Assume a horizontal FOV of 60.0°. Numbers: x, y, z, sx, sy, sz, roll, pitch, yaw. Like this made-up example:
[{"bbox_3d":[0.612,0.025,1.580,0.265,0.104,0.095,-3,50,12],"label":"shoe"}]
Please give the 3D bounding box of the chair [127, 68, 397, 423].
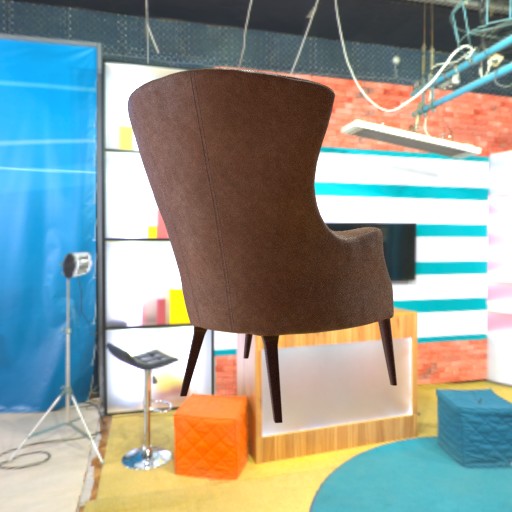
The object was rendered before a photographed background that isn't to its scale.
[{"bbox_3d":[0.000,0.000,1.690,0.846,1.067,0.955,1,1,36],"label":"chair"}]
